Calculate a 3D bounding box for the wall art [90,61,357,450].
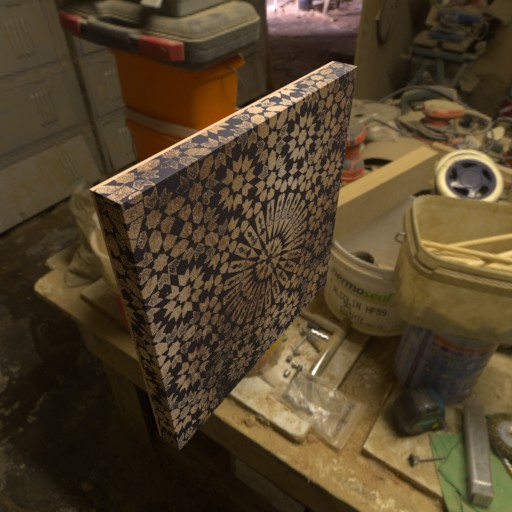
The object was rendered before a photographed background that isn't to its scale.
[{"bbox_3d":[0.000,0.000,0.606,0.038,0.405,0.405,26,47,27],"label":"wall art"}]
